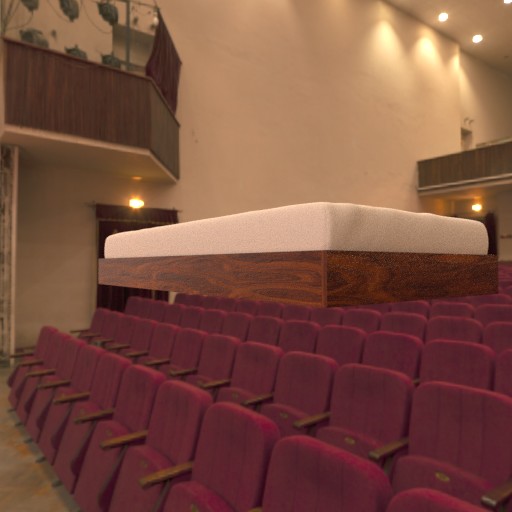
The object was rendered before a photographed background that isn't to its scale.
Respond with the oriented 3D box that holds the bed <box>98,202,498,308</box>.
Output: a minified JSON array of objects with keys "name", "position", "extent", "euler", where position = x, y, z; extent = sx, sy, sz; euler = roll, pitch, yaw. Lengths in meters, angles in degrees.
[{"name":"bed","position":[0.000,0.000,2.173],"extent":[0.940,0.312,1.860],"euler":[1,-2,-37]}]
